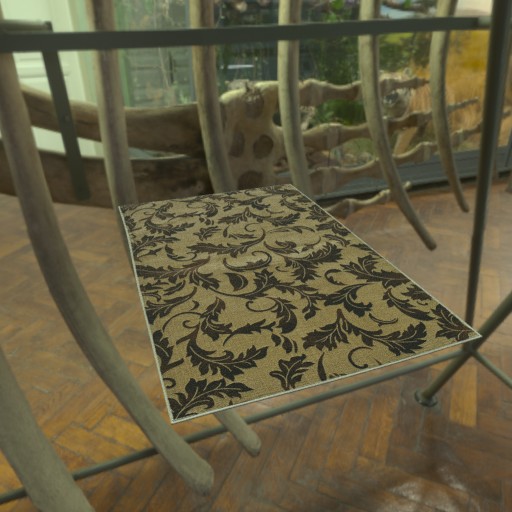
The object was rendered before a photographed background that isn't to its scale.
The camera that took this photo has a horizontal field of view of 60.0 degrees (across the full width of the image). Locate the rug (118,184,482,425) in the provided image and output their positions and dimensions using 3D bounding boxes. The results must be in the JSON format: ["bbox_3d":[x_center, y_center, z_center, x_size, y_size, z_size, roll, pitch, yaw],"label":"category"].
[{"bbox_3d":[0.000,0.000,2.848,1.522,0.008,2.284,-10,31,-18],"label":"rug"}]
